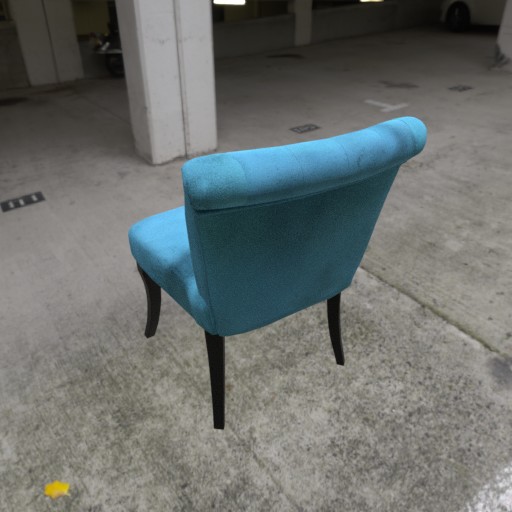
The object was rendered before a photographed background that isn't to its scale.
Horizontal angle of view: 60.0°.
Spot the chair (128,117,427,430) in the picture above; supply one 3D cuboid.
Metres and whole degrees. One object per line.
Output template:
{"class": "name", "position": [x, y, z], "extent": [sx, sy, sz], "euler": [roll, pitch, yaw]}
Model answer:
{"class": "chair", "position": [0.000, 0.000, 1.189], "extent": [0.582, 0.750, 0.605], "euler": [-19, 35, -29]}
